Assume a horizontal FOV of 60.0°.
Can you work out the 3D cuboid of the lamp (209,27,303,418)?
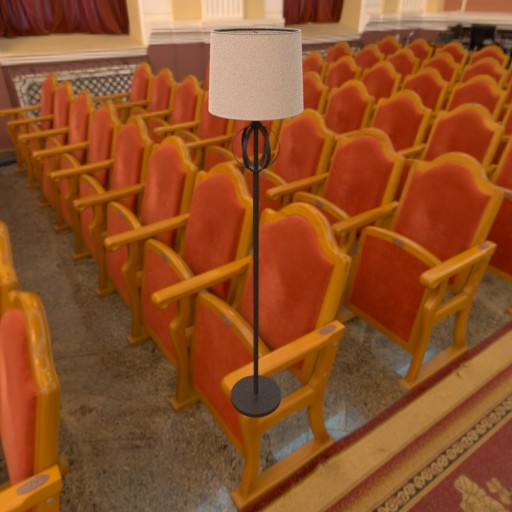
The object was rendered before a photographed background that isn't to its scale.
[{"bbox_3d":[0.000,0.000,1.608,0.286,1.462,0.286,-19,35,-29],"label":"lamp"}]
